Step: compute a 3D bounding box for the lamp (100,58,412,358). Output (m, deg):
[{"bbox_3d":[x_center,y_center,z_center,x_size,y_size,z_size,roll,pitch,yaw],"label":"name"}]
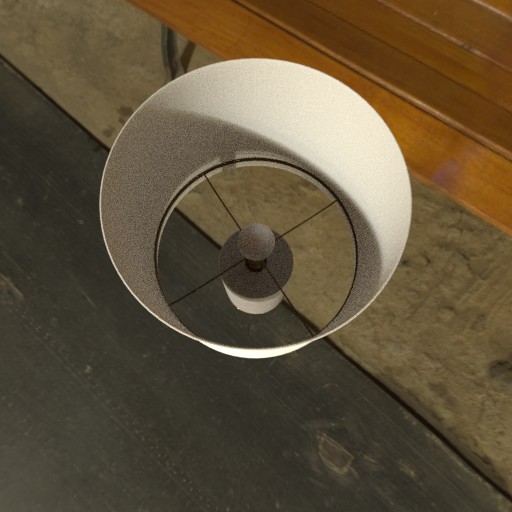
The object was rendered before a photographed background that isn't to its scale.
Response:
[{"bbox_3d":[0.000,0.000,0.509,0.229,0.380,0.229,0,76,0],"label":"lamp"}]
